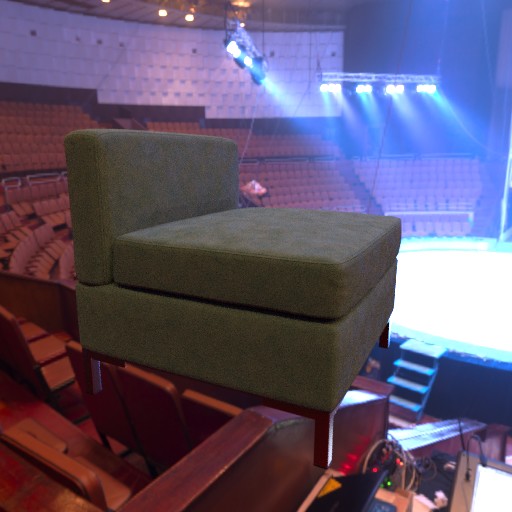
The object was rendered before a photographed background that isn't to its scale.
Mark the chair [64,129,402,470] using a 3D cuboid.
[{"bbox_3d":[0.000,0.000,1.208,0.685,0.660,0.684,6,14,26],"label":"chair"}]
